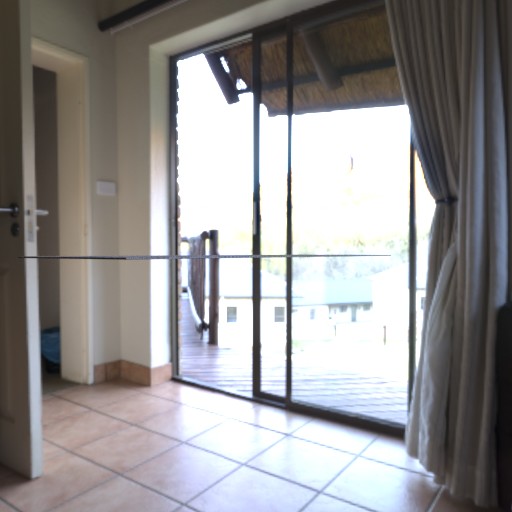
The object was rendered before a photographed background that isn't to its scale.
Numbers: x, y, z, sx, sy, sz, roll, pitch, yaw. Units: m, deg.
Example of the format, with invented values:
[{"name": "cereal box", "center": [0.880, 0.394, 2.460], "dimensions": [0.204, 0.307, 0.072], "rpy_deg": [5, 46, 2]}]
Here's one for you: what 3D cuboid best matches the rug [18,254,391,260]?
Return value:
[{"name": "rug", "center": [0.000, 0.000, 2.675], "dimensions": [0.766, 0.008, 2.432], "rpy_deg": [0, 1, 37]}]
